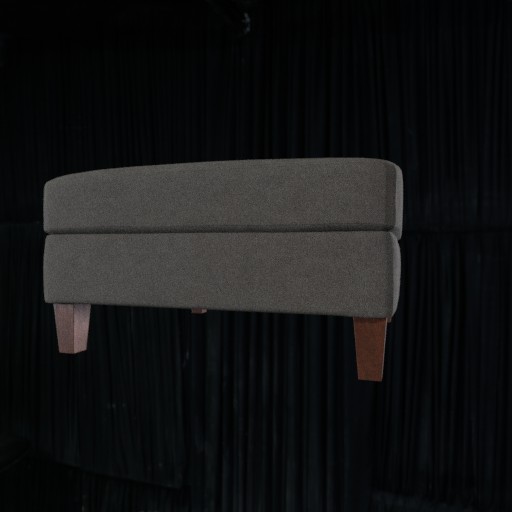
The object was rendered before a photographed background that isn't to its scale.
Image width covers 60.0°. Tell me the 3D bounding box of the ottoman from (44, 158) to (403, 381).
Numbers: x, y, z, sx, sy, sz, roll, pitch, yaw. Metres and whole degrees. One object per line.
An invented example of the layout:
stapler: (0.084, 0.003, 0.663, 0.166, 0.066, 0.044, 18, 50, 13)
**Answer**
ottoman: (0.000, 0.000, 1.372, 0.861, 0.482, 0.881, 0, 1, 18)
